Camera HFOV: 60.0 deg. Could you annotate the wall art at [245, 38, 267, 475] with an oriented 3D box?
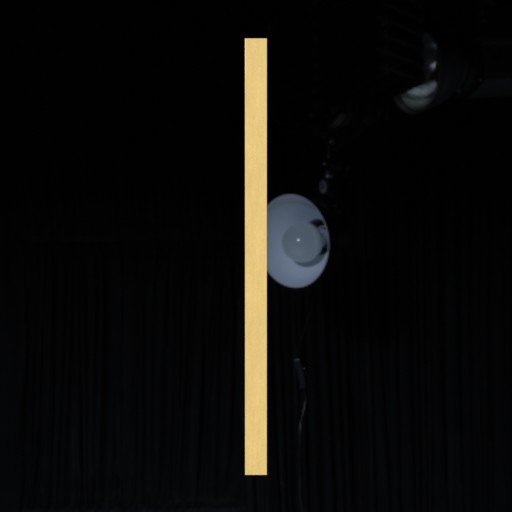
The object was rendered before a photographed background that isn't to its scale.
[{"bbox_3d":[0.000,0.000,2.933,0.097,1.936,1.935,0,0,0],"label":"wall art"}]
